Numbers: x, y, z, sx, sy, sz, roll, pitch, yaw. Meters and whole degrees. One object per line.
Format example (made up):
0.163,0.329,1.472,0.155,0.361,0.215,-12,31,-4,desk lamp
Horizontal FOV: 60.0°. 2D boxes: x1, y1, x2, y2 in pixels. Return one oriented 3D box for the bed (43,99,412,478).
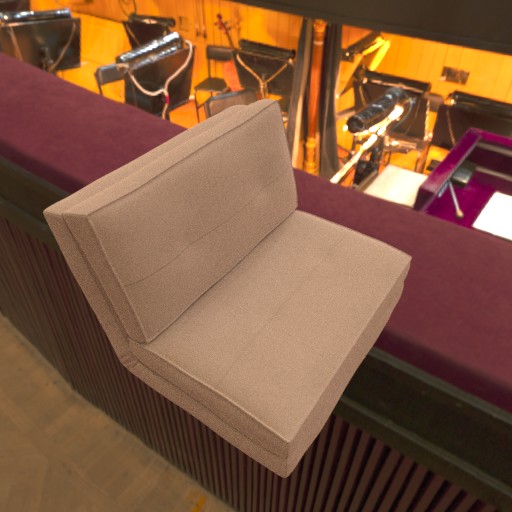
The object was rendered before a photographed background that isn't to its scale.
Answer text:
0.000,0.000,1.313,0.749,0.614,0.799,25,47,25,bed
